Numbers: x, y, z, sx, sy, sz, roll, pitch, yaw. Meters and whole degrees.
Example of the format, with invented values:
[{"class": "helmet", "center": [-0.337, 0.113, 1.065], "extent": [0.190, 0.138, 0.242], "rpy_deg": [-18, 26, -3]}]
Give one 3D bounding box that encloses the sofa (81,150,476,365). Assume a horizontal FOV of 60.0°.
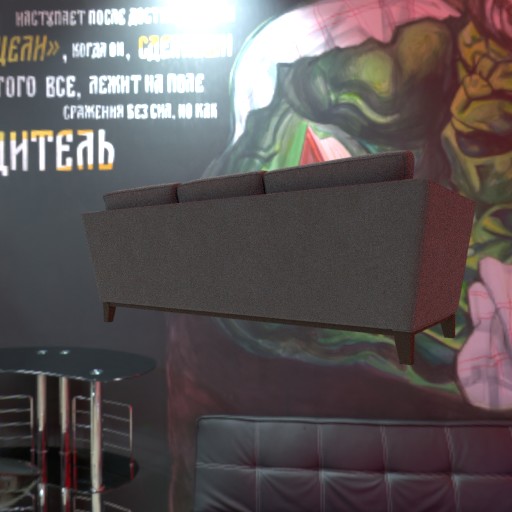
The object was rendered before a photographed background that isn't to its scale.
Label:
[{"class": "sofa", "center": [0.000, 0.000, 2.823], "extent": [2.387, 0.940, 0.965], "rpy_deg": [0, 0, 36]}]
